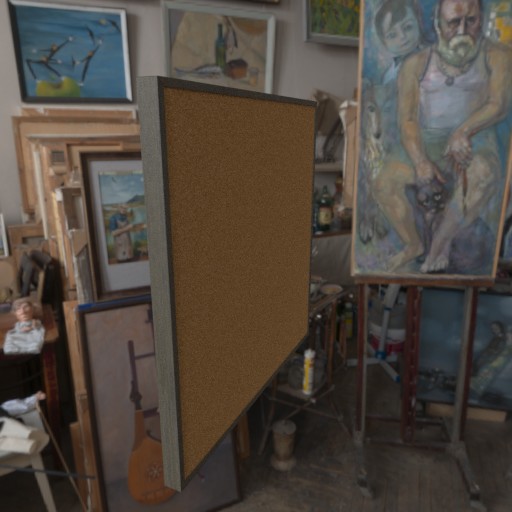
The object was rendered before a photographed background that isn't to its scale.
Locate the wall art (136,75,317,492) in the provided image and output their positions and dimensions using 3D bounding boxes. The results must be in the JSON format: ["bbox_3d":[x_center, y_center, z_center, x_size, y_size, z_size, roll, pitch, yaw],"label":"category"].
[{"bbox_3d":[0.000,0.000,1.096,0.039,0.758,0.758,8,18,25],"label":"wall art"}]
